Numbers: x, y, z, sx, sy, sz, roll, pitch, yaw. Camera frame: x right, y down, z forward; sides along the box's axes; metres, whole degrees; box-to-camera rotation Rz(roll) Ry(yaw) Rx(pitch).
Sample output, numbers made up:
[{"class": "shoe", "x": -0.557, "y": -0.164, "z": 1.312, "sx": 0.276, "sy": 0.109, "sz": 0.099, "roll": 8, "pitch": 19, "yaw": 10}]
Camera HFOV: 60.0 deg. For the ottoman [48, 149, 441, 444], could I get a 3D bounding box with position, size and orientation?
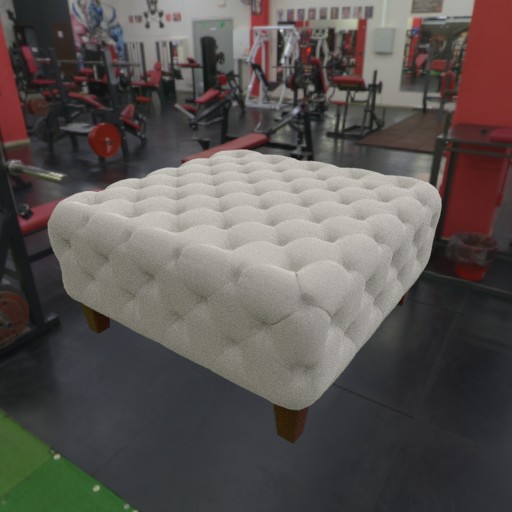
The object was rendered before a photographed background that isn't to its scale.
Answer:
[{"class": "ottoman", "x": 0.000, "y": 0.000, "z": 1.199, "sx": 0.753, "sy": 0.376, "sz": 0.755, "roll": 18, "pitch": 31, "yaw": 32}]
